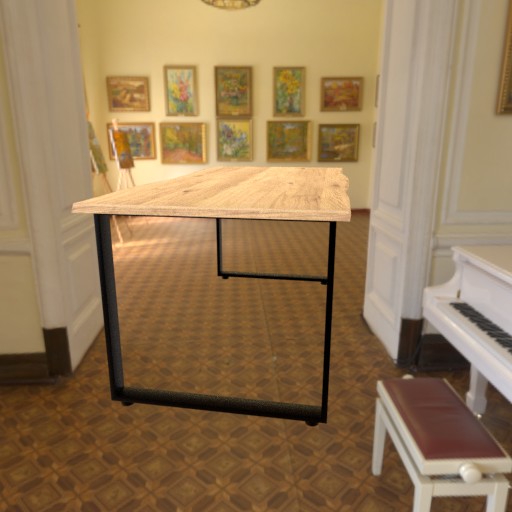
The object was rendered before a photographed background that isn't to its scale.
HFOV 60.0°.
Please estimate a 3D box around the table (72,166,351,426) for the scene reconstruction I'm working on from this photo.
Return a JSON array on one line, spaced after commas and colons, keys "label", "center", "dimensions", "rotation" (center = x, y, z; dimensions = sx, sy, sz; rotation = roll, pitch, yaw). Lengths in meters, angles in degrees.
[{"label": "table", "center": [0.000, 0.000, 2.275], "dimensions": [0.900, 0.780, 1.800], "rotation": [3, 15, 10]}]
